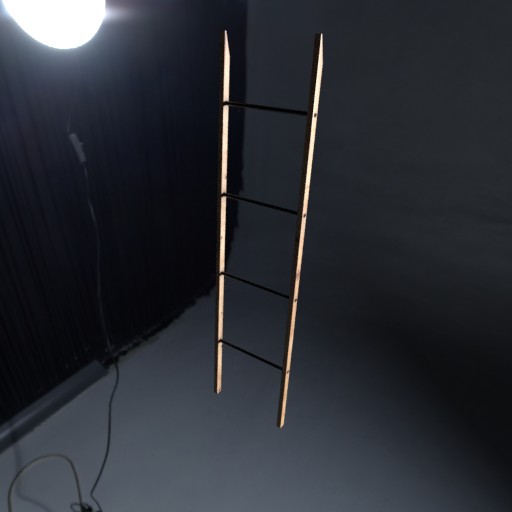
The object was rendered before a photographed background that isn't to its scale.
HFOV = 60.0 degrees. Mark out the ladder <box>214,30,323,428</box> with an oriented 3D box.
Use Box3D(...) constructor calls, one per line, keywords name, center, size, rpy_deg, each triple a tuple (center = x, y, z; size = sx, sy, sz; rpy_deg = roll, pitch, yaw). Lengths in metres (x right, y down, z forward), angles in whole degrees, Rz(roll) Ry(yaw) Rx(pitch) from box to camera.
Box3D(name="ladder", center=(0.000, 0.000, 2.006), size=(0.442, 1.805, 0.200), rpy_deg=(18, 34, 29))
